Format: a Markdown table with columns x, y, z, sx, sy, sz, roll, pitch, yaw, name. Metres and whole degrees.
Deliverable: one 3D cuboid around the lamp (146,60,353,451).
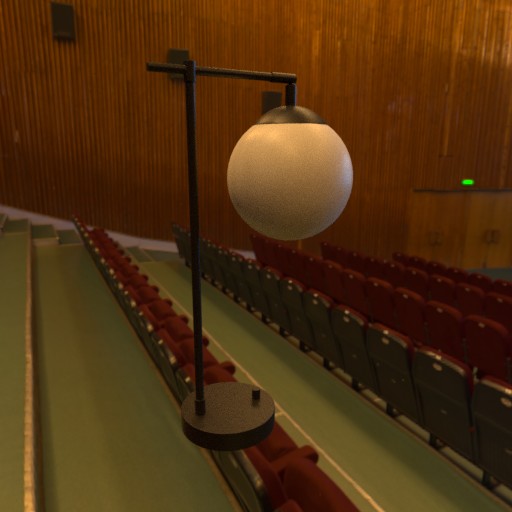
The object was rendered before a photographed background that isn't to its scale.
| x | y | z | sx | sy | sz | roll | pitch | yaw | name |
| --- | --- | --- | --- | --- | --- | --- | --- | --- | --- |
| 0.000 | 0.000 | 0.704 | 0.316 | 0.559 | 0.197 | -7 | 15 | -26 | lamp |
